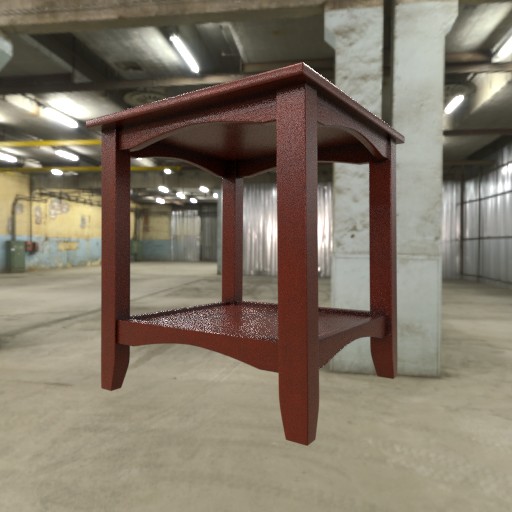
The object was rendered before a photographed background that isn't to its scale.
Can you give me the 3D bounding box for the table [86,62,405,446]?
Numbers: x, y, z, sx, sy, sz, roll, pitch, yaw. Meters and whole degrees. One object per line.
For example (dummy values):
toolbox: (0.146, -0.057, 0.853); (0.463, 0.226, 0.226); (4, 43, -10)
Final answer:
table: (0.000, 0.000, 0.976); (0.523, 0.558, 0.522); (1, 1, 37)
